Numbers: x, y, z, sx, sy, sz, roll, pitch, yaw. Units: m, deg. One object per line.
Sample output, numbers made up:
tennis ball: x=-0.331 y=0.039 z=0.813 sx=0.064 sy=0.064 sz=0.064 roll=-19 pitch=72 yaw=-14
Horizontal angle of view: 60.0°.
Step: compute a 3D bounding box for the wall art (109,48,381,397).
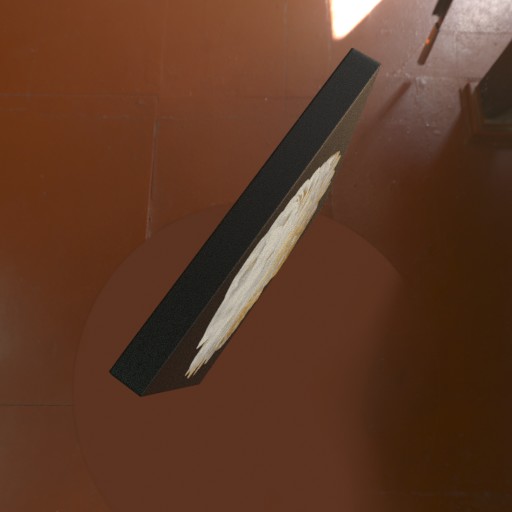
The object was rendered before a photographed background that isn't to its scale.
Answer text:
wall art: x=0.000 y=0.000 z=0.620 sx=0.041 sy=0.407 sz=0.406 roll=34 pitch=78 yaw=8
